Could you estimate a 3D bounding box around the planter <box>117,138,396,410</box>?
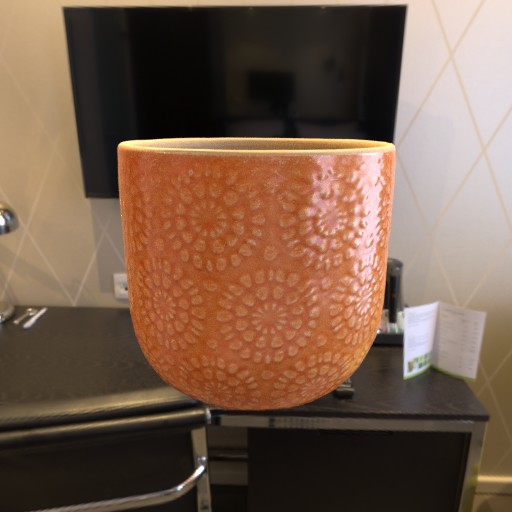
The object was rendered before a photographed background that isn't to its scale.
[{"bbox_3d":[0.000,0.000,0.290,0.170,0.152,0.170,0,17,0],"label":"planter"}]
